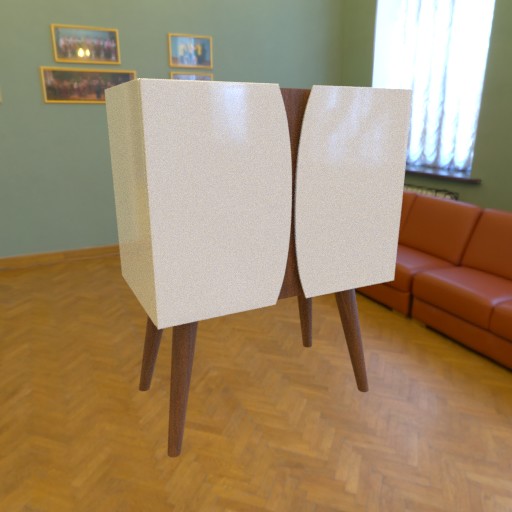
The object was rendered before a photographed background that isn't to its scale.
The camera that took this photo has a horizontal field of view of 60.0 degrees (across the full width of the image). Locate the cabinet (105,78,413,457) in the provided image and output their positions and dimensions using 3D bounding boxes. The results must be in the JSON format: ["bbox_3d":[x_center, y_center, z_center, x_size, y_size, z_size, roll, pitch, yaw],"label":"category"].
[{"bbox_3d":[0.000,0.000,1.093,0.591,0.772,0.344,-9,19,-26],"label":"cabinet"}]
